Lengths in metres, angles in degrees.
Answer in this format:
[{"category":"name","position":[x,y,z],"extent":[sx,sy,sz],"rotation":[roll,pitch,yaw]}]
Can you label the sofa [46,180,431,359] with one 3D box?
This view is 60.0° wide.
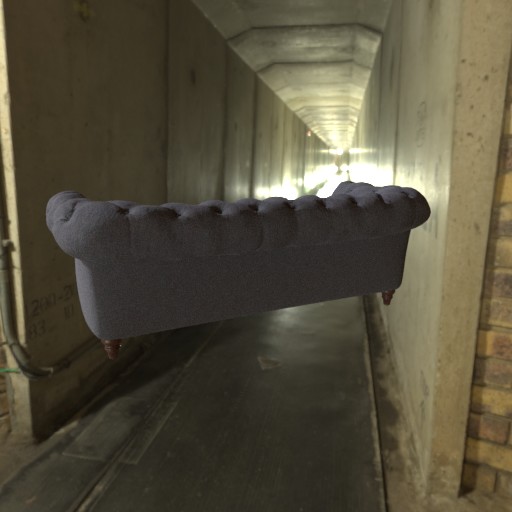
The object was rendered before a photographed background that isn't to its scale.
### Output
[{"category":"sofa","position":[0.000,0.000,2.792],"extent":[2.335,0.836,1.046],"rotation":[-7,15,-26]}]
